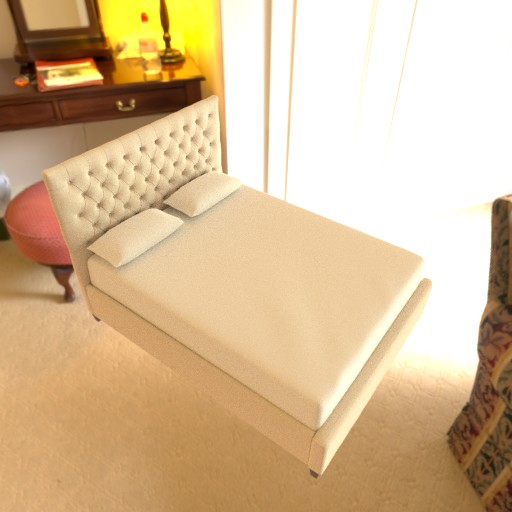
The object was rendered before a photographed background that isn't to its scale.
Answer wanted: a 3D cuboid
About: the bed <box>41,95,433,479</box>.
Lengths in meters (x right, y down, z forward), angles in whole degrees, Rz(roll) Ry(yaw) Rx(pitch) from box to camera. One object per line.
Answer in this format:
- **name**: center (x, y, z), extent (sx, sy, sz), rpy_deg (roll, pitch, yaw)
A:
- **bed**: center (0.000, 0.000, 3.284), extent (2.233, 1.426, 1.696), rpy_deg (26, 47, 27)
